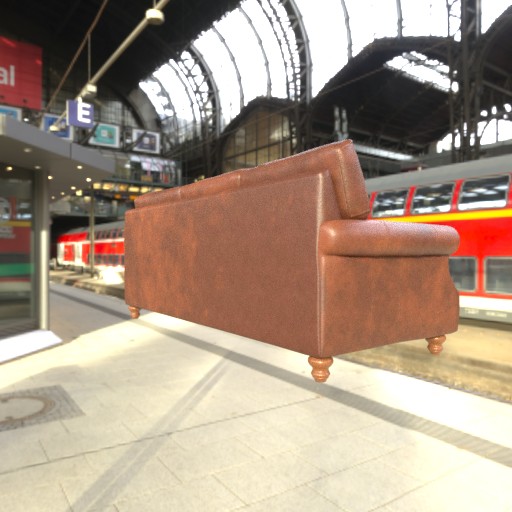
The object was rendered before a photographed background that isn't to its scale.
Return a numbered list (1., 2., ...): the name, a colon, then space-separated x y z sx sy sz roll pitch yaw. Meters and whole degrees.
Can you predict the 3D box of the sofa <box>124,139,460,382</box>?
1. sofa: 0.000 0.000 2.824 0.973 0.977 2.351 0 1 -36
